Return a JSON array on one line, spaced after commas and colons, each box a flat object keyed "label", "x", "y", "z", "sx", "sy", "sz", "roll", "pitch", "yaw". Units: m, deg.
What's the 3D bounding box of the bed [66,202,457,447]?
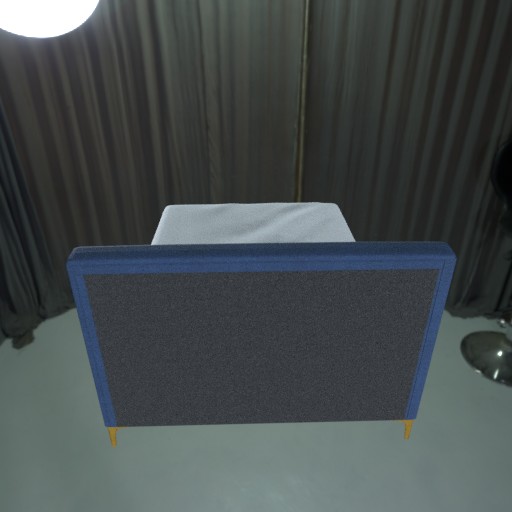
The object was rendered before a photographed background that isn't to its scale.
[{"label": "bed", "x": 0.000, "y": 0.000, "z": 3.139, "sx": 1.723, "sy": 1.231, "sz": 2.172, "roll": -1, "pitch": 29, "yaw": -2}]
